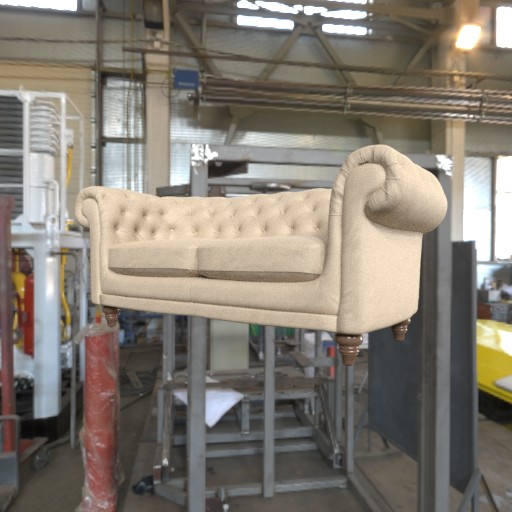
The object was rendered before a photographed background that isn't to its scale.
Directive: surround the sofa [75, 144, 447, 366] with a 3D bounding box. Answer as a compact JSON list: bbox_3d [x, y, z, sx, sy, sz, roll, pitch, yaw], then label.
[{"bbox_3d":[0.000,0.000,2.495,1.988,0.835,1.069,0,1,36],"label":"sofa"}]
